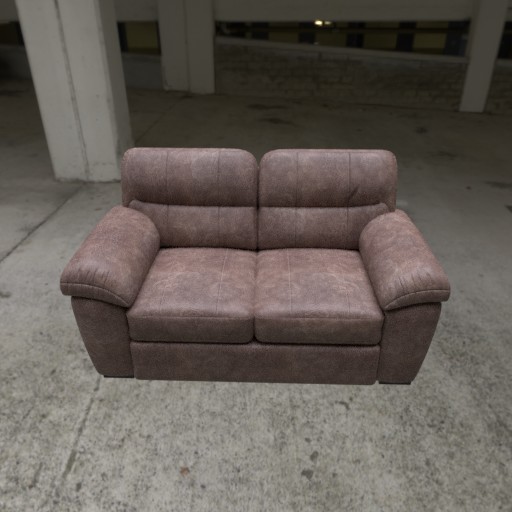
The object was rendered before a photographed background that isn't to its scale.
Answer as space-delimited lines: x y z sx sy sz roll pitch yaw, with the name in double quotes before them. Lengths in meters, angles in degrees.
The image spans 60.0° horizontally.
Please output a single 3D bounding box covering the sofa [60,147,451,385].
"sofa" 0.000 0.000 2.417 1.753 0.991 0.991 1 29 2
